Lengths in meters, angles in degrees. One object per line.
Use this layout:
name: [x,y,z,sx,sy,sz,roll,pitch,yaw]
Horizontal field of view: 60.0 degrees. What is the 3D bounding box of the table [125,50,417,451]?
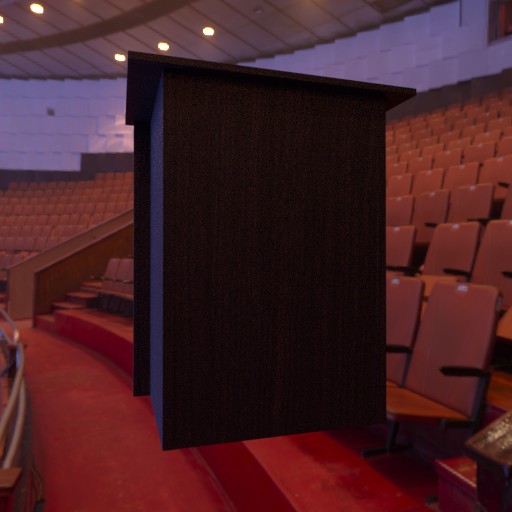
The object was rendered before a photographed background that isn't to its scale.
table: [0.000,0.000,1.049,0.591,0.711,0.406,0,0,-17]
